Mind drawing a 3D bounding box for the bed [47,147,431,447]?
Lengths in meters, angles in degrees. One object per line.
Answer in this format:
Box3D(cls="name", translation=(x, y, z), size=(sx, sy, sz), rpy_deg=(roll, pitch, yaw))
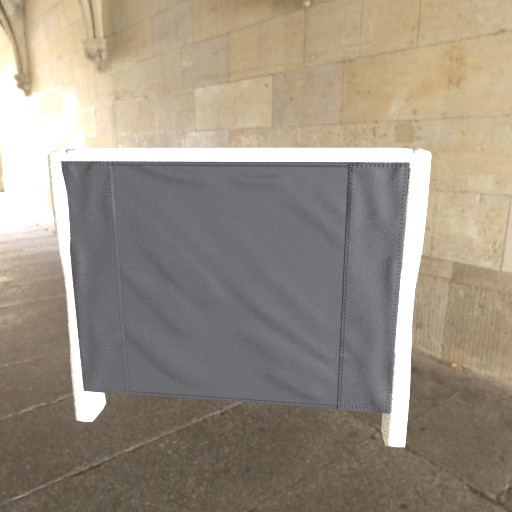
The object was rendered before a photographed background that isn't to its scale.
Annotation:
Box3D(cls="bed", translation=(0.000, 0.000, 3.741), size=(2.219, 1.771, 2.347), rpy_deg=(2, 14, 7))
